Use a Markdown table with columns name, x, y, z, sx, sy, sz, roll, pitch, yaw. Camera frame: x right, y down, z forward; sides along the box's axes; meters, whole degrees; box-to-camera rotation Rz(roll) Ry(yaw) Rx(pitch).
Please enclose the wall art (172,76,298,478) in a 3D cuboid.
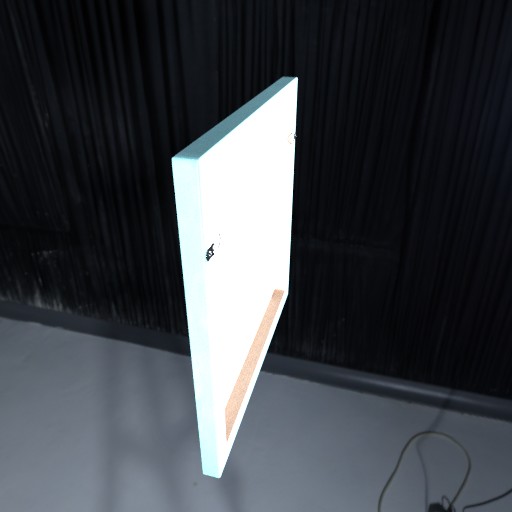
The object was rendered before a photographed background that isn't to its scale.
| name | x | y | z | sx | sy | sz | roll | pitch | yaw |
| --- | --- | --- | --- | --- | --- | --- | --- | --- | --- |
| wall art | 0.000 | 0.000 | 1.622 | 0.070 | 1.073 | 1.071 | 8 | 32 | 13 |
